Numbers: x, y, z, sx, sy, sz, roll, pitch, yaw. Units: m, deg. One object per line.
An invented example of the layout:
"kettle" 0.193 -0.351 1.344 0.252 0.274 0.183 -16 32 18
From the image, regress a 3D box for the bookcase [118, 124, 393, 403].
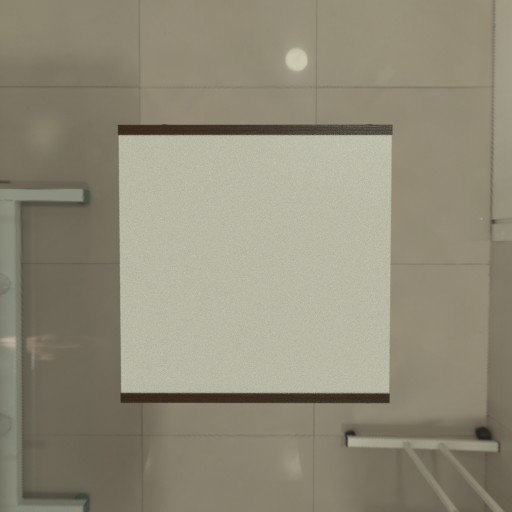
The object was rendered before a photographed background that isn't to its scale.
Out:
"bookcase" 0.000 0.000 0.772 0.290 0.600 0.300 0 92 0
